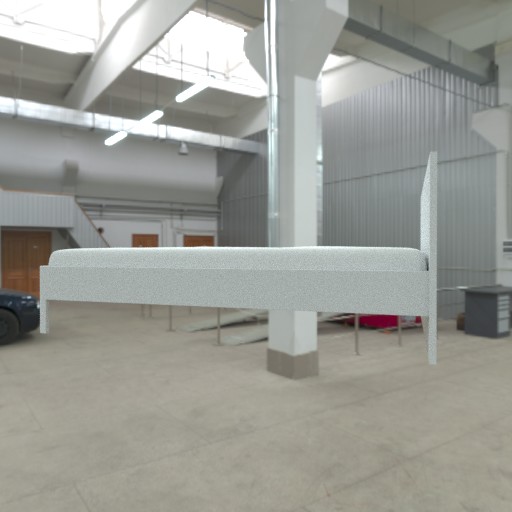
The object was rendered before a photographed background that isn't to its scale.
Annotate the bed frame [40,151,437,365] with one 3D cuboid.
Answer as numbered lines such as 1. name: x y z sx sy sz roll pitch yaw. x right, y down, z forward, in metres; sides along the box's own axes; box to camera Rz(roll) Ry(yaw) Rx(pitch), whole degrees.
1. bed frame: 0.000 0.000 2.685 1.950 0.800 1.490 0 1 19
